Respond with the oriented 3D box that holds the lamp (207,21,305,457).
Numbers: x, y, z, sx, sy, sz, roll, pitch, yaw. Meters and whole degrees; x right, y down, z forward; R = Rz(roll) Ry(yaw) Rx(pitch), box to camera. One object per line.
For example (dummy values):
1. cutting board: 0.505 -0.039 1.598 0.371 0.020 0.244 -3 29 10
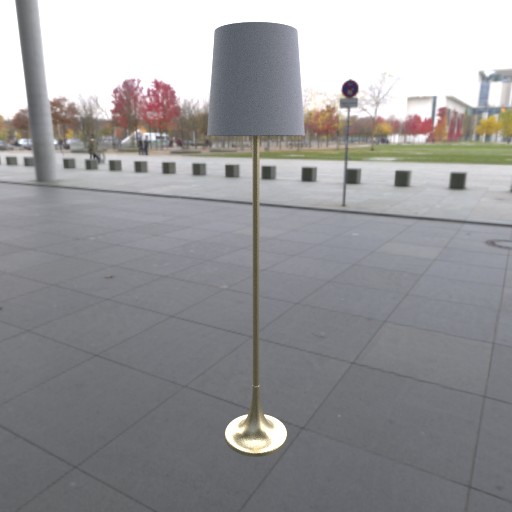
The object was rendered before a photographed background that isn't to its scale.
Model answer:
1. lamp: 0.000 0.000 1.650 0.337 1.543 0.337 0 15 0
